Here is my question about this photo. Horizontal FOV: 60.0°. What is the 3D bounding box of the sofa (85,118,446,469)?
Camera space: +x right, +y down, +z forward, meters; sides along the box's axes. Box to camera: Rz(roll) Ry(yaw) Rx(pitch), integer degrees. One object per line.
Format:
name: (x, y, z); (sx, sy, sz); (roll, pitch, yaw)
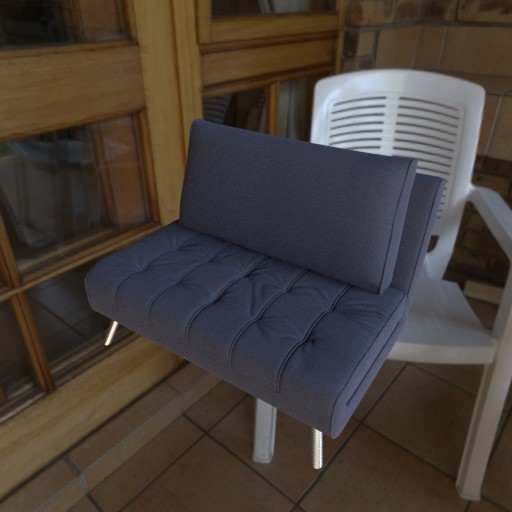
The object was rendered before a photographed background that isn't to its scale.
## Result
sofa: (0.000, 0.000, 1.880); (1.220, 0.910, 0.910); (19, 36, 29)
